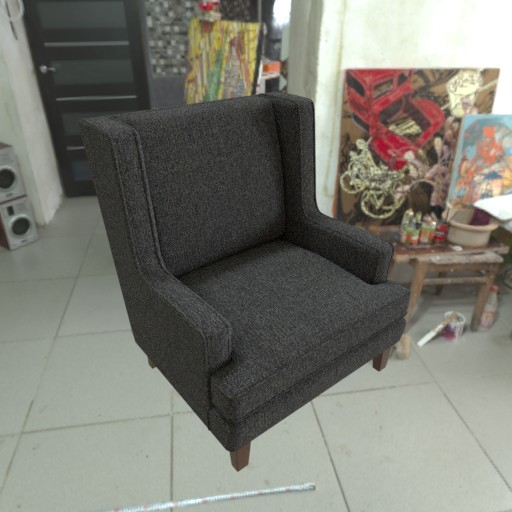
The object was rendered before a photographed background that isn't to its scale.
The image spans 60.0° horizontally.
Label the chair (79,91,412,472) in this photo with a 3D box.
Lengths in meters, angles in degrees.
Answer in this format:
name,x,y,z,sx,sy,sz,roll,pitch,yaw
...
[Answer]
name,x,y,z,sx,sy,sz,roll,pitch,yaw
chair,0.000,0.000,1.808,0.942,1.082,0.927,-21,36,-33
